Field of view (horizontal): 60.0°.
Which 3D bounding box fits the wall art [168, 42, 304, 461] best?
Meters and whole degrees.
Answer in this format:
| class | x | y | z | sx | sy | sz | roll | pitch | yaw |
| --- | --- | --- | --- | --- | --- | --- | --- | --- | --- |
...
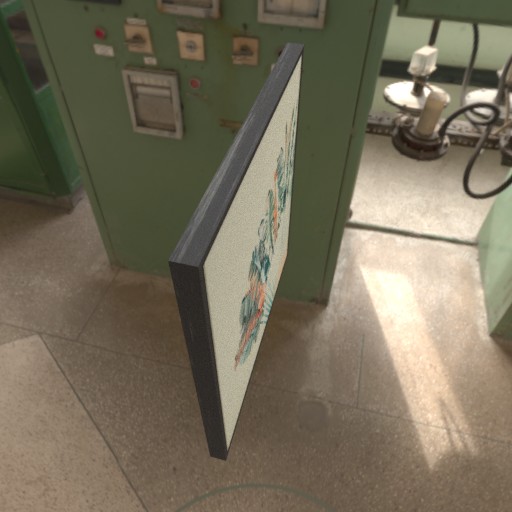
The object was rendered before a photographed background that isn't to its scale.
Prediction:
| class | x | y | z | sx | sy | sz | roll | pitch | yaw |
| --- | --- | --- | --- | --- | --- | --- | --- | --- | --- |
| wall art | 0.000 | 0.000 | 1.128 | 0.043 | 0.758 | 0.762 | 11 | 48 | 10 |
